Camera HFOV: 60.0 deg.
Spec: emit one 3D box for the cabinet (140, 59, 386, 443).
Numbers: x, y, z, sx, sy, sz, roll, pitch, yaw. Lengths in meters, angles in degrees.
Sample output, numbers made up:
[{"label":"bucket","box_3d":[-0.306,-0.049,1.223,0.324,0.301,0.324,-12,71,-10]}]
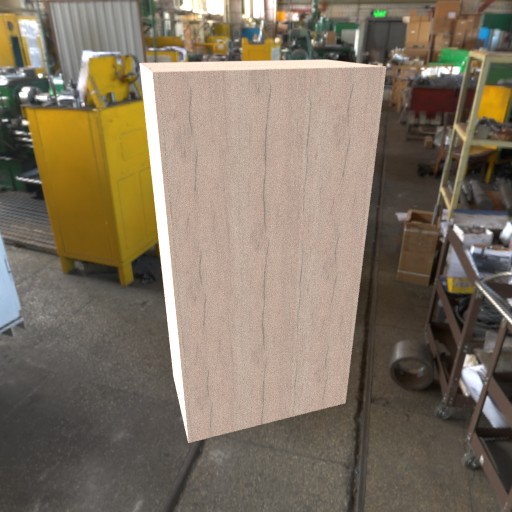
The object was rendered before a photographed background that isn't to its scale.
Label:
[{"label":"cabinet","box_3d":[0.000,0.000,2.431,0.980,1.930,0.580,-8,28,-16]}]
